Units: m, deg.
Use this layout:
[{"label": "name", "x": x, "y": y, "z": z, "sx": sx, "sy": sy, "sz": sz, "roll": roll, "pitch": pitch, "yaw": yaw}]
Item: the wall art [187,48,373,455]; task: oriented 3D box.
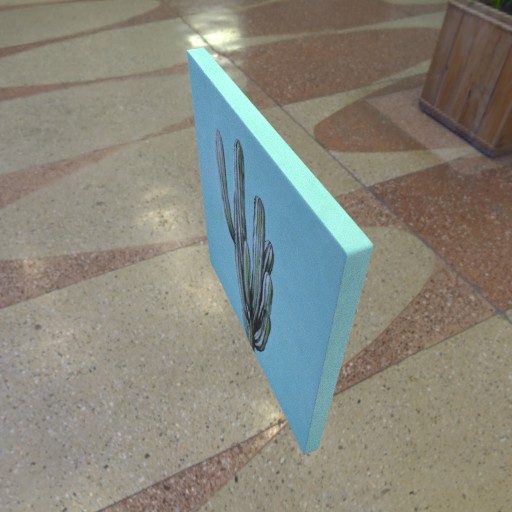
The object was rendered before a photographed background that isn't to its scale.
[{"label": "wall art", "x": 0.000, "y": 0.000, "z": 1.140, "sx": 0.054, "sy": 0.766, "sz": 0.765, "roll": -17, "pitch": 49, "yaw": -16}]
